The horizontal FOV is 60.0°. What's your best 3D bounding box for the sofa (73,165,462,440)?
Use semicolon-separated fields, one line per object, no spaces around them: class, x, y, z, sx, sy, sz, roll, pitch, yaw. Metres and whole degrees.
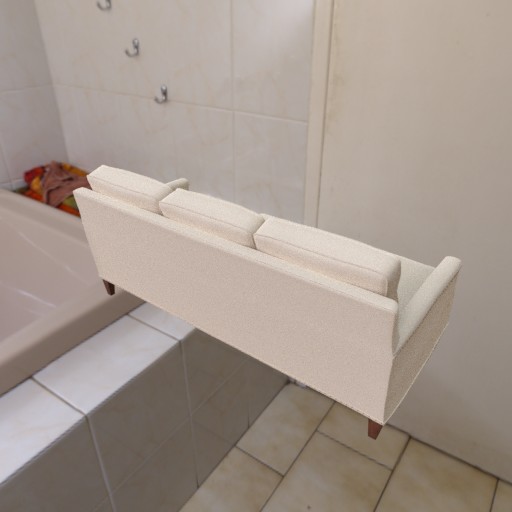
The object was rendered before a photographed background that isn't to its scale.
sofa;0.000;0.000;2.824;2.246;1.003;1.084;20;36;31
